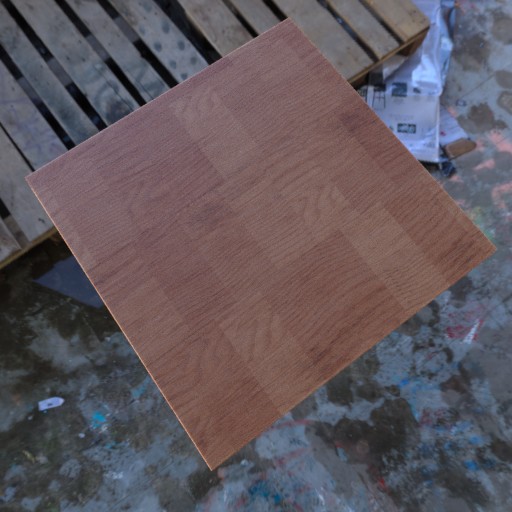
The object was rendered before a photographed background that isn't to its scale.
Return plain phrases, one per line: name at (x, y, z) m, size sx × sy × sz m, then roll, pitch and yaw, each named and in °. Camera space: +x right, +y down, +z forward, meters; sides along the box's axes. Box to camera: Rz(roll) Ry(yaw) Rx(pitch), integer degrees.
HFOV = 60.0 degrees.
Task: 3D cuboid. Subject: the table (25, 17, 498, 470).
table at (0.000, 0.000, 1.332) m, size 0.747 × 0.738 × 0.747 m, roll -35°, pitch 78°, yaw -9°
